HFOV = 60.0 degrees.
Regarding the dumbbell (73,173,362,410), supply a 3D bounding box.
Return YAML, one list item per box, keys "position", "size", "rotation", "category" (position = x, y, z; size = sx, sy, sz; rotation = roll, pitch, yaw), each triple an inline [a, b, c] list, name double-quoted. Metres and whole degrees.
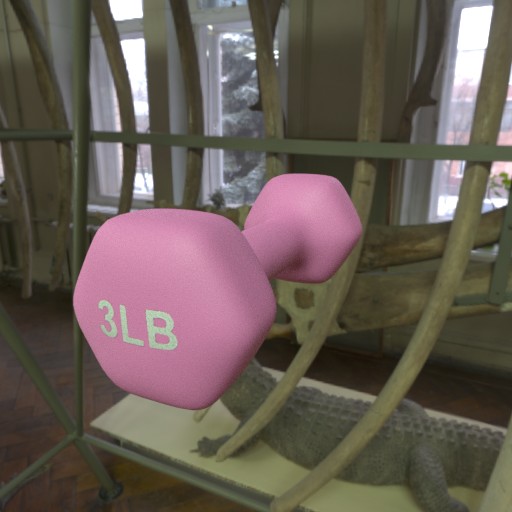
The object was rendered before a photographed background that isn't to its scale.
- position: [0.000, 0.000, 0.190]
  size: [0.064, 0.058, 0.159]
  rotation: [7, 18, 24]
  category: "dumbbell"
